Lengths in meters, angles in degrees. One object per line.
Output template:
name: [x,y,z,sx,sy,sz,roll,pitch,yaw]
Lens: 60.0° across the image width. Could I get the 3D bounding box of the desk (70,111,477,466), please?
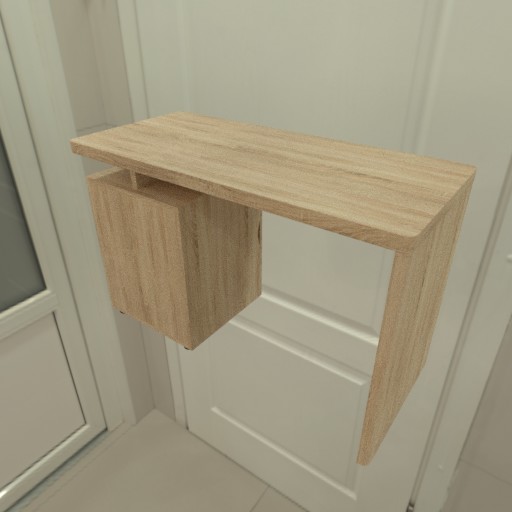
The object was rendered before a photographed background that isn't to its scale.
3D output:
desk: [0.000,0.000,1.589,1.200,0.760,0.550,20,36,31]
